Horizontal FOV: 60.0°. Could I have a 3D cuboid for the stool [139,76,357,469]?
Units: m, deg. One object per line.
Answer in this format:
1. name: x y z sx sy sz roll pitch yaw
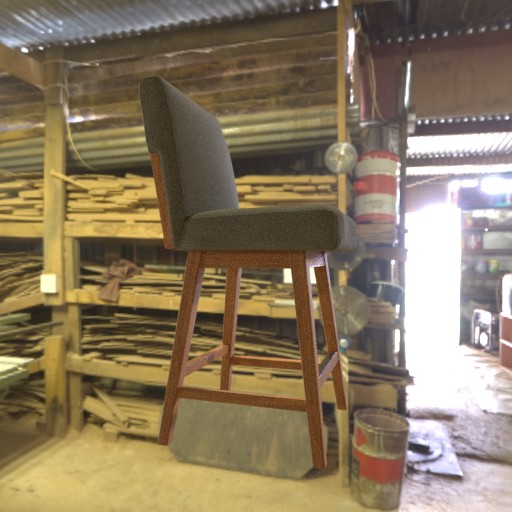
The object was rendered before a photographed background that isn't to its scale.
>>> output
1. stool: 0.000 0.000 1.349 0.570 1.019 0.459 0 0 18
